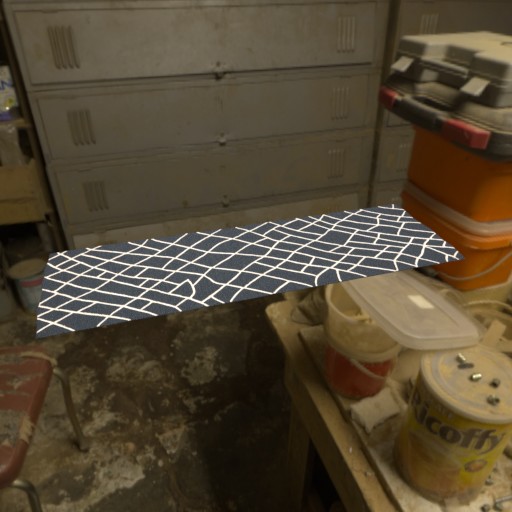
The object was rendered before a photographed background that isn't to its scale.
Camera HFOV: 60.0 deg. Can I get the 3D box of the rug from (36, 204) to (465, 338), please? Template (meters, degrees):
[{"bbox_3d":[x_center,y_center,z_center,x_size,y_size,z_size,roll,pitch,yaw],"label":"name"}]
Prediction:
[{"bbox_3d":[0.000,0.000,2.740,2.476,0.010,0.807,-9,33,-14],"label":"rug"}]
